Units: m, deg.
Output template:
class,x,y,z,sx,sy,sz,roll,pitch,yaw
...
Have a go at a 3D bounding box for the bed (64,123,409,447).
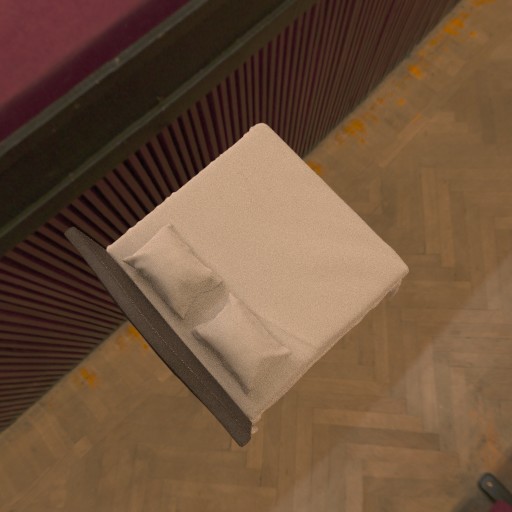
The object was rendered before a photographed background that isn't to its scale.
class,x,y,z,sx,sy,sz,roll,pitch,yaw
bed,0.000,0.000,3.844,2.219,1.651,2.314,-41,80,-9
